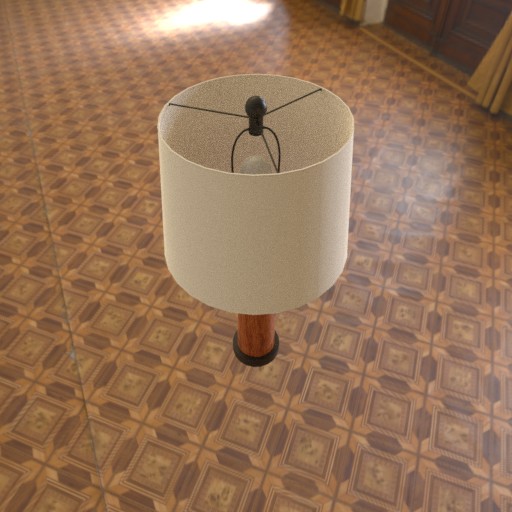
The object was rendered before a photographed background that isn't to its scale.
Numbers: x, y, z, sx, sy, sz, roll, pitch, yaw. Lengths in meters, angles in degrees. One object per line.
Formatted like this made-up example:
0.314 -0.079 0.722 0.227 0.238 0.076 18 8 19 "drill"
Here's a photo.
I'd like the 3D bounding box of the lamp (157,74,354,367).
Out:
0.000 0.000 0.881 0.349 0.667 0.349 0 46 0 "lamp"
